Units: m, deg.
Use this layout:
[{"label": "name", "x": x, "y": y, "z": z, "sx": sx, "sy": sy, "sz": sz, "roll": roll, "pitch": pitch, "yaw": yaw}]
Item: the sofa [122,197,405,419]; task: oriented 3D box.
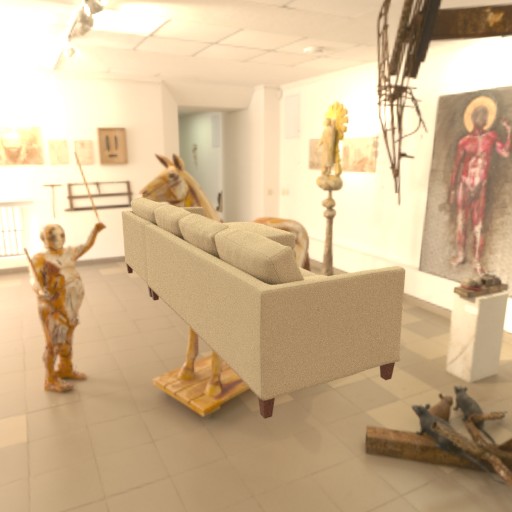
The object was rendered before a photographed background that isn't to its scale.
[{"label": "sofa", "x": 0.000, "y": 0.000, "z": 3.836, "sx": 1.625, "sy": 0.861, "sz": 3.186, "roll": -7, "pitch": 15, "yaw": -27}]
